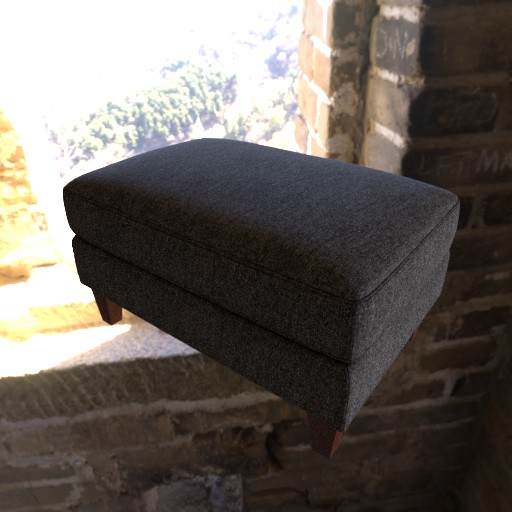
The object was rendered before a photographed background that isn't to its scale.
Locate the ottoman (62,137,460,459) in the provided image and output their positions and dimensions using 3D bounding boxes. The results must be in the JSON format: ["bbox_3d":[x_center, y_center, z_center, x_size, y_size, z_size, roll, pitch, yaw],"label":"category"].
[{"bbox_3d":[0.000,0.000,1.183,0.864,0.483,0.584,21,36,32],"label":"ottoman"}]
